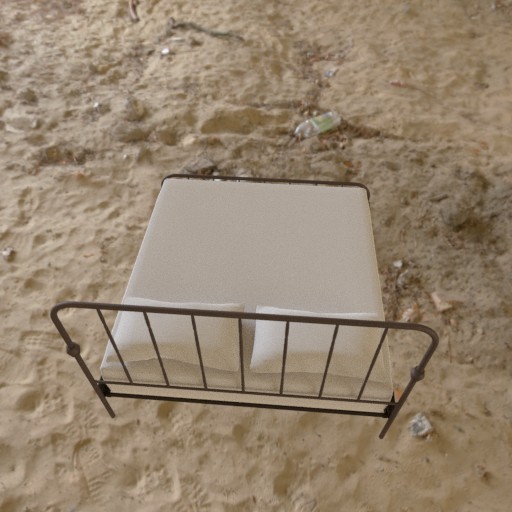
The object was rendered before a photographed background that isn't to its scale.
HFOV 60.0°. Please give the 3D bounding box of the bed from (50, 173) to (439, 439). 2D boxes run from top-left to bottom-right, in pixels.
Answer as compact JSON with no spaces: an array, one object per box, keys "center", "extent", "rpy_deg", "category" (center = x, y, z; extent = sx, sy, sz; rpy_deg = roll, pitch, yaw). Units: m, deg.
[{"center":[0.000,0.000,3.389],"extent":[2.044,1.446,2.134],"rpy_deg":[3,48,3],"category":"bed"}]
